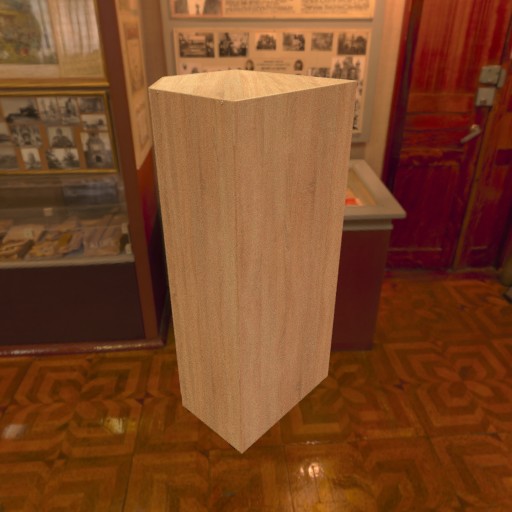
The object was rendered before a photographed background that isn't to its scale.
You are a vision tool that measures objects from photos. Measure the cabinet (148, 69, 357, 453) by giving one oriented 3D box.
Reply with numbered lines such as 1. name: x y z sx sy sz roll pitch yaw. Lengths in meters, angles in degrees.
1. cabinet: 0.000 0.000 2.872 1.094 2.120 1.327 -1 28 -2
